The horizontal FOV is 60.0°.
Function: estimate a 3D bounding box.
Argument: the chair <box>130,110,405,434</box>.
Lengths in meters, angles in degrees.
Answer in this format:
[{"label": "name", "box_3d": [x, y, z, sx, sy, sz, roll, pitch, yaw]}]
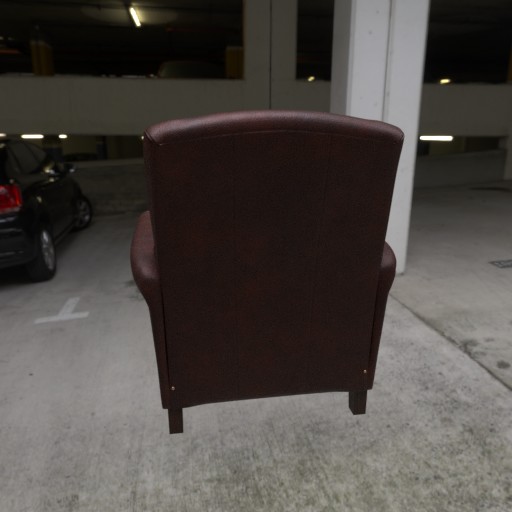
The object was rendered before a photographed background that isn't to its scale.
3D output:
[{"label": "chair", "box_3d": [0.000, 0.000, 1.752, 0.978, 1.061, 0.902, -3, 16, -9]}]
